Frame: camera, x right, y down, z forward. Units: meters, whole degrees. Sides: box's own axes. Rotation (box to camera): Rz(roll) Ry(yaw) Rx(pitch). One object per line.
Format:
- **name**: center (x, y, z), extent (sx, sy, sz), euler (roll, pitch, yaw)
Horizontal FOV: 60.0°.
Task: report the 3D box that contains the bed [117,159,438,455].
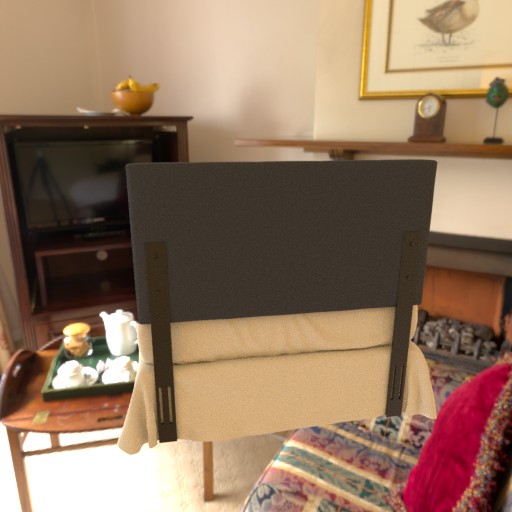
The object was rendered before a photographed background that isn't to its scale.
- **bed**: center (0.000, 0.000, 3.414), extent (1.936, 1.577, 2.222), euler (-3, 16, -9)
